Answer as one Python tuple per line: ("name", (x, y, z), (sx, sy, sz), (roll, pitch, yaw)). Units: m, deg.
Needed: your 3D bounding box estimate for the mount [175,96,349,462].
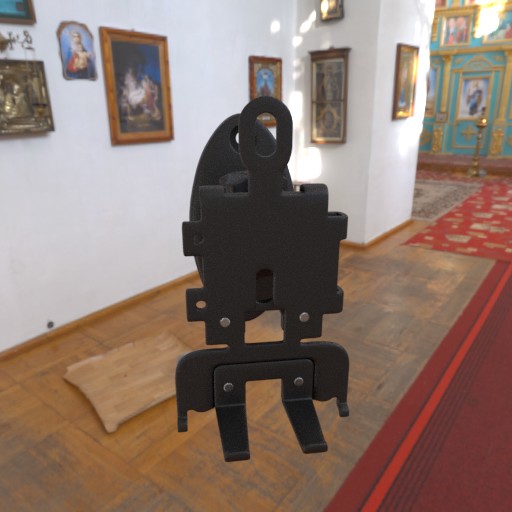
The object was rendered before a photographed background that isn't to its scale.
("mount", (0.000, 0.000, 0.176), (0.066, 0.118, 0.100), (-2, 18, -8))
